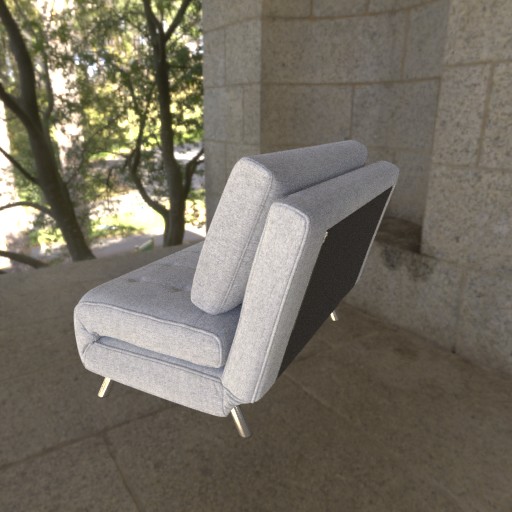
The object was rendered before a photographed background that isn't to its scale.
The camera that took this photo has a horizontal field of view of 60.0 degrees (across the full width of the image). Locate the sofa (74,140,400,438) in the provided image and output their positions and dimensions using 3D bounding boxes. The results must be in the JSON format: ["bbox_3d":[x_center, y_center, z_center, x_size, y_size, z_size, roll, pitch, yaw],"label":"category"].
[{"bbox_3d":[0.000,0.000,1.859,0.910,0.910,1.220,9,19,26],"label":"sofa"}]
